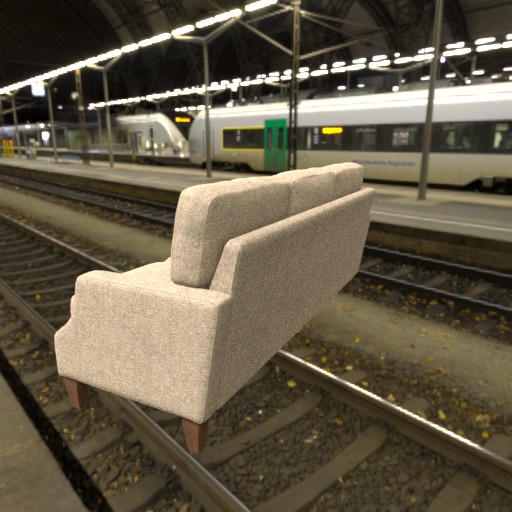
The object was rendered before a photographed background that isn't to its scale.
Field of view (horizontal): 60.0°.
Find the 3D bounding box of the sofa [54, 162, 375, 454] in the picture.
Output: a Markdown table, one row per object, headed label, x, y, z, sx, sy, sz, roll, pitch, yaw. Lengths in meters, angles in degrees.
| label | x | y | z | sx | sy | sz | roll | pitch | yaw |
| --- | --- | --- | --- | --- | --- | --- | --- | --- | --- |
| sofa | 0.000 | 0.000 | 2.528 | 0.888 | 0.984 | 2.115 | 7 | 16 | 26 |
